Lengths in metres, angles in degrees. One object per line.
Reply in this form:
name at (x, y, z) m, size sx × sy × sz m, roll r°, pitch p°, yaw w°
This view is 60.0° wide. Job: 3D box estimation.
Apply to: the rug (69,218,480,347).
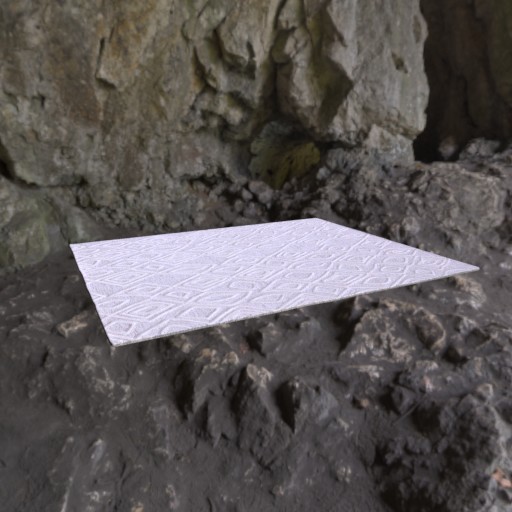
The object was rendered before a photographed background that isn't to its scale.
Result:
rug at (0.000, 0.000, 4.143) m, size 3.049 × 0.025 × 2.449 m, roll -8°, pitch 18°, yaw -26°
